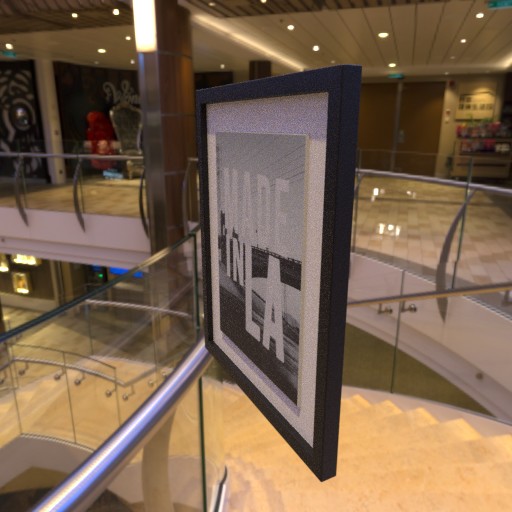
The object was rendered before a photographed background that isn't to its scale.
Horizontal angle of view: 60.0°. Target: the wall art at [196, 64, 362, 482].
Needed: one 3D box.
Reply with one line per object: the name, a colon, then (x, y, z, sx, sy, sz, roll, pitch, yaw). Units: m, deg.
wall art: (0.000, 0.000, 0.759, 0.028, 0.559, 0.457, -9, 19, -26)
